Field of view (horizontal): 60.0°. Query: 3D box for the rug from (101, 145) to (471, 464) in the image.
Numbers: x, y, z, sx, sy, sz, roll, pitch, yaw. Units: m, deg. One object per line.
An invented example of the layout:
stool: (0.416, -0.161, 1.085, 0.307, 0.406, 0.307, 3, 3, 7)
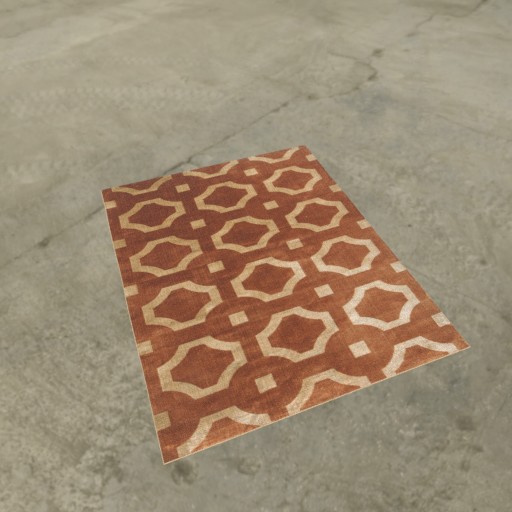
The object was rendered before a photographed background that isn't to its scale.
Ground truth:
rug: (0.000, 0.000, 4.166, 2.466, 0.021, 3.049, -16, 49, -14)
